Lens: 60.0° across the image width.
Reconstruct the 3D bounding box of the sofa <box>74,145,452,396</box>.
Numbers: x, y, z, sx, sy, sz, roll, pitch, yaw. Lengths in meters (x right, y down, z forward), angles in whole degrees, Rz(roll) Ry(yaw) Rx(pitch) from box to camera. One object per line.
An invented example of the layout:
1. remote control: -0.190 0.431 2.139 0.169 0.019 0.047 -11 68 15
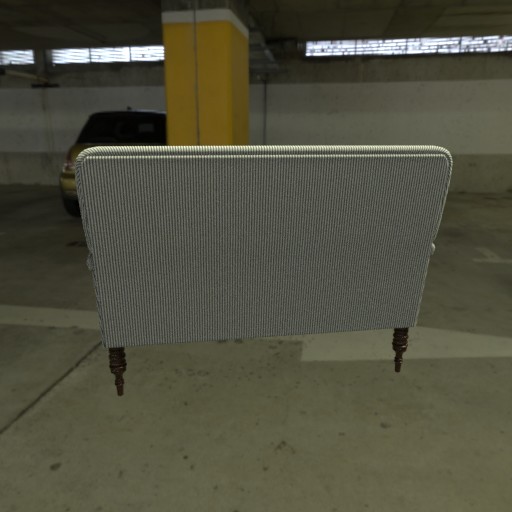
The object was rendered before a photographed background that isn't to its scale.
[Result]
1. sofa: 0.000 0.000 1.820 1.297 0.889 0.779 -2 15 -9
